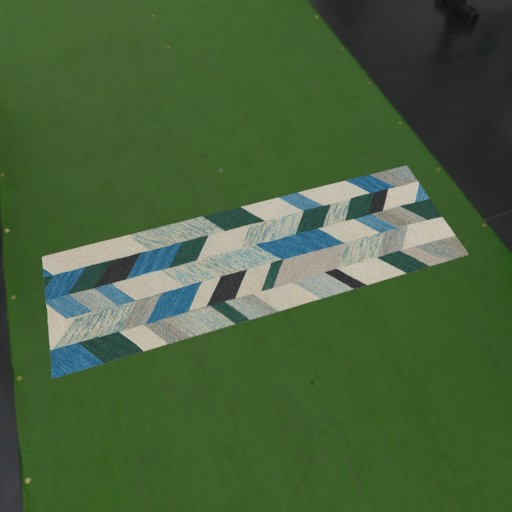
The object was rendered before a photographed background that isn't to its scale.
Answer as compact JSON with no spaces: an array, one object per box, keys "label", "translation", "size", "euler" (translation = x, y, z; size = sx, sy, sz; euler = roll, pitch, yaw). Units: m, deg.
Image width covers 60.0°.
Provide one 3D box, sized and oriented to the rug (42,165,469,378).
[{"label":"rug","translation":[0.000,0.000,2.650],"size":[2.437,0.008,0.774],"euler":[-15,59,-9]}]
